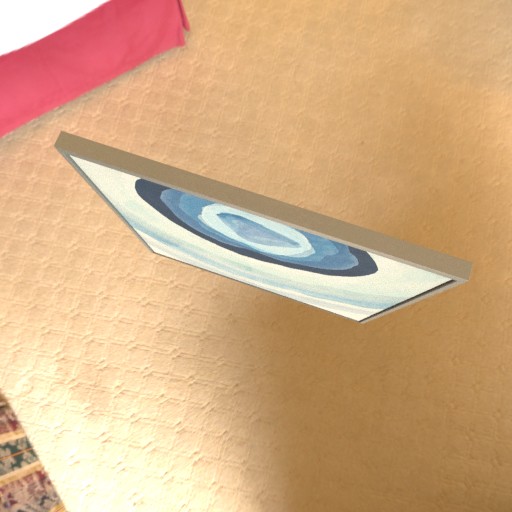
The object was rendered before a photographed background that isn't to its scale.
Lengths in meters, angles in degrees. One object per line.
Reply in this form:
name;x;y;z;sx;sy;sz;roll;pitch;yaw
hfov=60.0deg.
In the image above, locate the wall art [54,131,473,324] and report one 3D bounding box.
wall art;0.000;0.000;1.212;0.809;0.807;0.038;18;77;5
